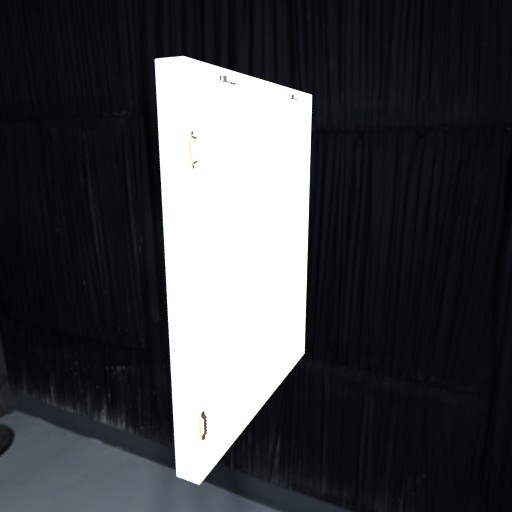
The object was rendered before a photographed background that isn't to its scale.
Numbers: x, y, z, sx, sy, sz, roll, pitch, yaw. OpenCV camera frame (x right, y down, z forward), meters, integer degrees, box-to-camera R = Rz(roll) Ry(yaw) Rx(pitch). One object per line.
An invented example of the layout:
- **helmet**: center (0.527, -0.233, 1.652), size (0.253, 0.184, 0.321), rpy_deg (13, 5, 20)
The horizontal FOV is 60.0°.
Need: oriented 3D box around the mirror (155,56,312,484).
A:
- **mirror**: center (0.000, 0.000, 0.689), size (0.041, 0.509, 0.406), rpy_deg (7, 16, 24)
